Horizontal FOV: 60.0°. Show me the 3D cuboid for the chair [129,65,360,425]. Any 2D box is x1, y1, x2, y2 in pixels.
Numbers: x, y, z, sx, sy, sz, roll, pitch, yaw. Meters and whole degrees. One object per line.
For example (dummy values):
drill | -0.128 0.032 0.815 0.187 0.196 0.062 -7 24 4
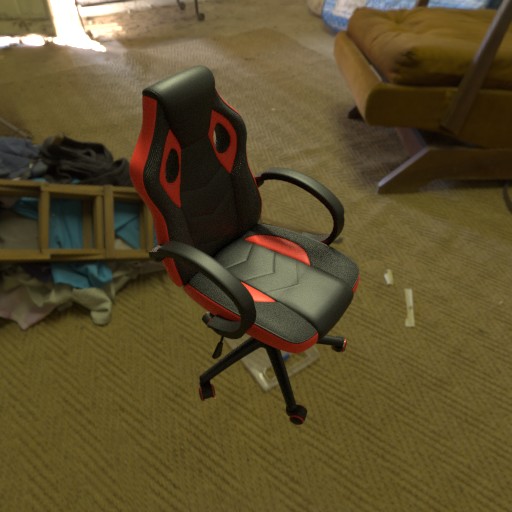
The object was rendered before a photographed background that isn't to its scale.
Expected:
chair | 0.000 0.000 1.411 0.642 1.016 0.600 27 49 26
